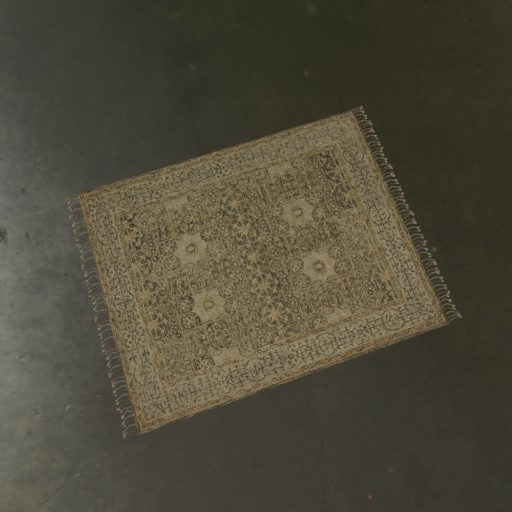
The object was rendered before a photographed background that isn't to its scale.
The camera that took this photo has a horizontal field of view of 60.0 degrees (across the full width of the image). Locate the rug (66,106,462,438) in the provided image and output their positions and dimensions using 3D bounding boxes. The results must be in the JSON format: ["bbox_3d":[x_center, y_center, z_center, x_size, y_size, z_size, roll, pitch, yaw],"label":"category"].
[{"bbox_3d":[0.000,0.000,4.343,3.291,0.017,2.431,-18,76,-5],"label":"rug"}]
